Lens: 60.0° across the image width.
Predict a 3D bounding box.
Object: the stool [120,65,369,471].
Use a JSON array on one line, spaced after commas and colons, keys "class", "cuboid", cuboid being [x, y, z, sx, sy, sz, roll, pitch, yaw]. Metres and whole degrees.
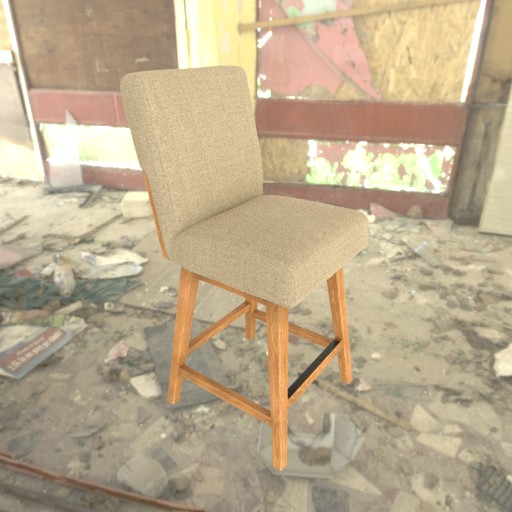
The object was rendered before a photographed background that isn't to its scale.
[{"class": "stool", "cuboid": [0.000, 0.000, 1.310, 0.526, 1.010, 0.459, 18, 31, 32]}]
